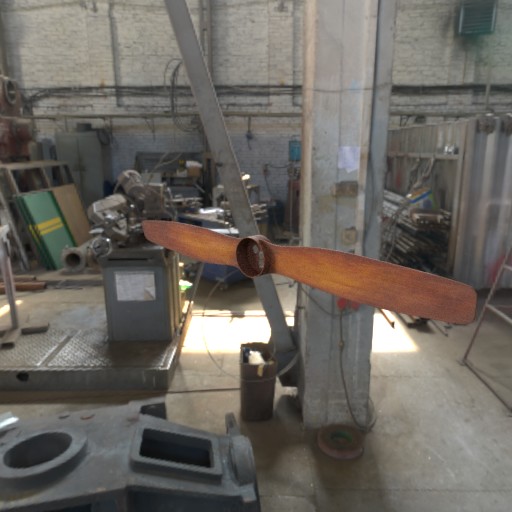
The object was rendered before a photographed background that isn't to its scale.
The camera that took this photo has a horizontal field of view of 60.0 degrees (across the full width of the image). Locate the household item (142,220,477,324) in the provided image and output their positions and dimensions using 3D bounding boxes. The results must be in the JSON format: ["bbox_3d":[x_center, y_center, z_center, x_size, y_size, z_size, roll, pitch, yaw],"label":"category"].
[{"bbox_3d":[0.000,0.000,1.245,1.181,0.121,0.051,13,19,43],"label":"household item"}]
